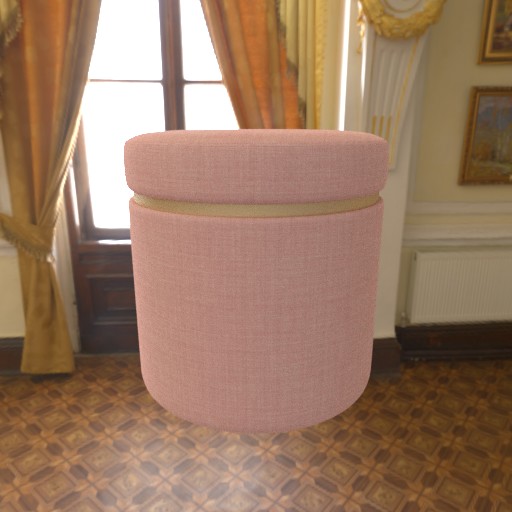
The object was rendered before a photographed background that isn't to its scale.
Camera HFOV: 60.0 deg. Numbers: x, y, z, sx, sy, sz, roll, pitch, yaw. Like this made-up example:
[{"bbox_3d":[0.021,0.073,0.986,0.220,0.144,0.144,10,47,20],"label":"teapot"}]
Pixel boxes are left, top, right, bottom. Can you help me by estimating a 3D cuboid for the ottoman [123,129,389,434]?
[{"bbox_3d":[0.000,0.000,0.738,0.400,0.406,0.400,0,16,0],"label":"ottoman"}]
